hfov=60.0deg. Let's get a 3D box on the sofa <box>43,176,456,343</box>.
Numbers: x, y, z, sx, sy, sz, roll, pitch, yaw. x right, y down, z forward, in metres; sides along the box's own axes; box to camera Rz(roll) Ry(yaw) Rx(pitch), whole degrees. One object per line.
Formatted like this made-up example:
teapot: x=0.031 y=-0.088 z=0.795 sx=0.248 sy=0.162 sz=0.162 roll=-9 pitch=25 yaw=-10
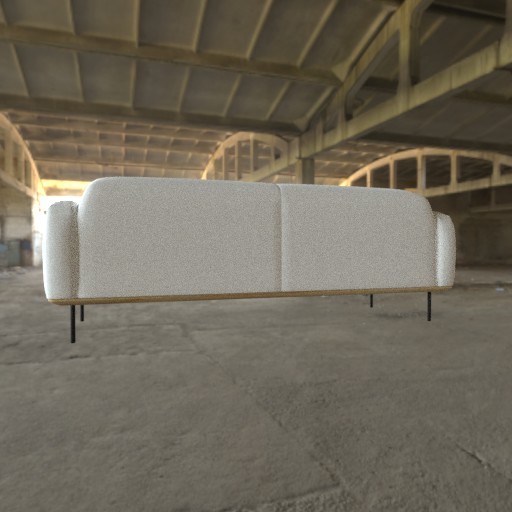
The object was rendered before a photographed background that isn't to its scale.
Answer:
sofa: x=0.000 y=0.000 z=2.640 sx=2.280 sy=0.780 sz=0.870 roll=0 pitch=1 yaw=-18
